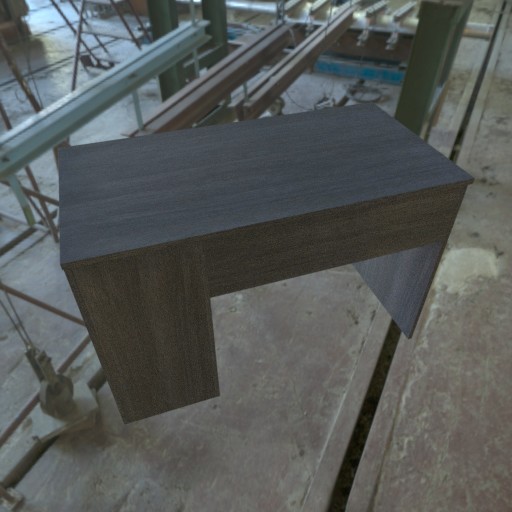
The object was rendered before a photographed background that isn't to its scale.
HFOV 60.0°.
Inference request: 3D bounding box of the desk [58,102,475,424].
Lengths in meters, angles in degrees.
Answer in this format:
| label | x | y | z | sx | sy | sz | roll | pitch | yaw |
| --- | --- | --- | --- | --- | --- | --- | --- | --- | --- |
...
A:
| label | x | y | z | sx | sy | sz | roll | pitch | yaw |
| --- | --- | --- | --- | --- | --- | --- | --- | --- | --- |
| desk | 0.000 | 0.000 | 1.537 | 1.096 | 0.730 | 0.560 | -13 | 43 | -14 |
